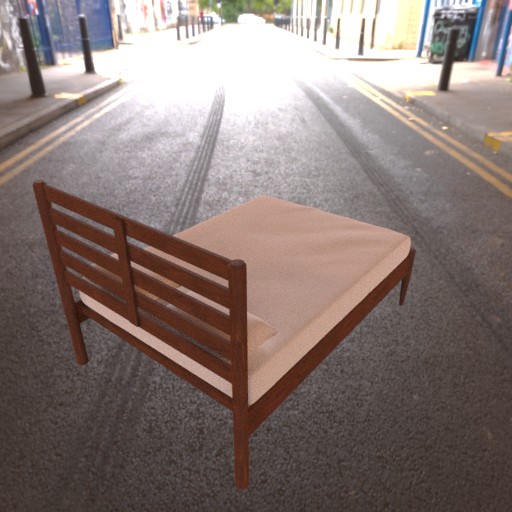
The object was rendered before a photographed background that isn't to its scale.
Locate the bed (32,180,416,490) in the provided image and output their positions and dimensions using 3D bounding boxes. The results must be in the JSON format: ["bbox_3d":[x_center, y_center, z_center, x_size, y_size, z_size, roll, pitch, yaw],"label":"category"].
[{"bbox_3d":[0.000,0.000,3.047,1.509,1.304,2.093,21,35,33],"label":"bed"}]
